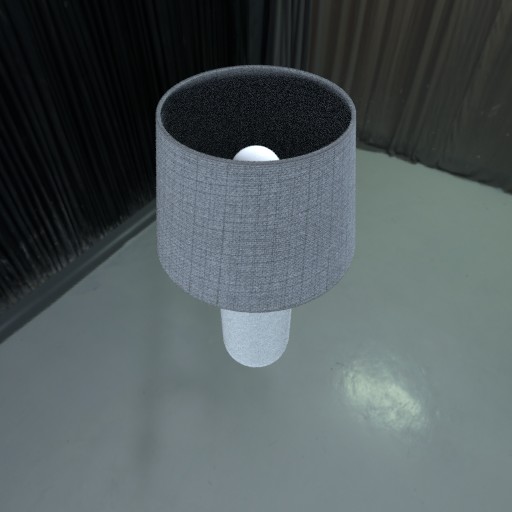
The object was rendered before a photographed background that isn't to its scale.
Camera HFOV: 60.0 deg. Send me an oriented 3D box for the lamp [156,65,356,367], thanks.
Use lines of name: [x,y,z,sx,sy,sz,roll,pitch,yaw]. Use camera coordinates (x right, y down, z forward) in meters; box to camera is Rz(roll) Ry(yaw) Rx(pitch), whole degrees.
lamp: [0.000,0.000,0.597,0.251,0.429,0.251,0,46,0]
